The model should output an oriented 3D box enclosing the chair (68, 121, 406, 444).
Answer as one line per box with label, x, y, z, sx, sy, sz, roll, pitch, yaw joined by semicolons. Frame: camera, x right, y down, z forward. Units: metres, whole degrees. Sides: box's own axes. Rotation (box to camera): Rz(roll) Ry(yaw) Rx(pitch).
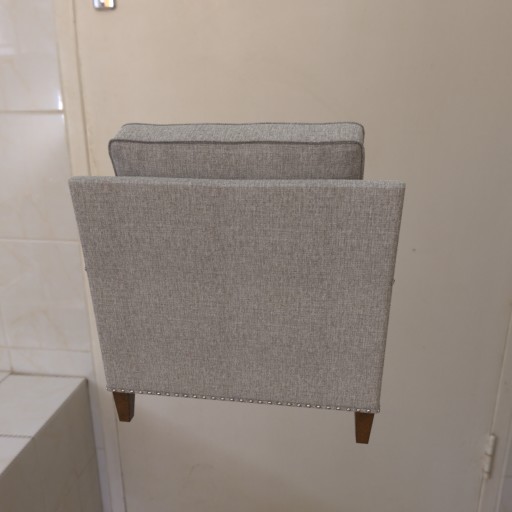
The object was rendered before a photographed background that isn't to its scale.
chair;0.000;0.000;1.648;0.853;0.943;1.014;2;16;8
